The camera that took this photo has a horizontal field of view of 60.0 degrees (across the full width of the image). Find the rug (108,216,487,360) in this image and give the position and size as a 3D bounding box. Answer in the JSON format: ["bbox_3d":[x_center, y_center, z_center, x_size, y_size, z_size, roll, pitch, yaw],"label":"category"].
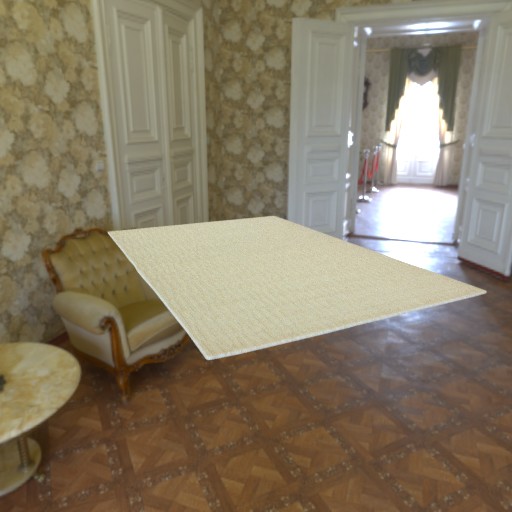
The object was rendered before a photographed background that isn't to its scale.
[{"bbox_3d":[0.000,0.000,2.350,1.238,0.014,1.848,-8,18,-25],"label":"rug"}]
